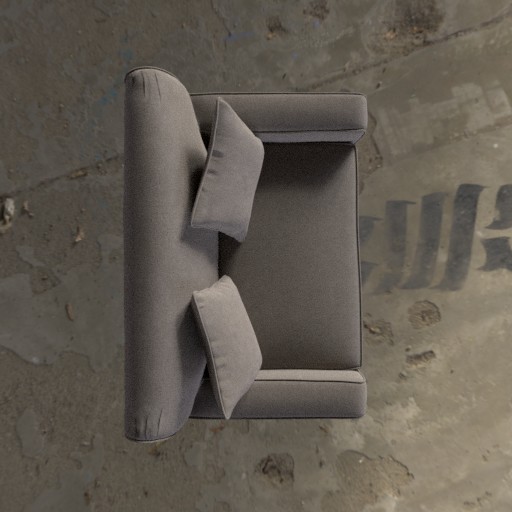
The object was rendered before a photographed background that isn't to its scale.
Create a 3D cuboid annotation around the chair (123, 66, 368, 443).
[{"bbox_3d":[0.000,0.000,2.018,0.992,0.953,1.395,0,91,-1],"label":"chair"}]
